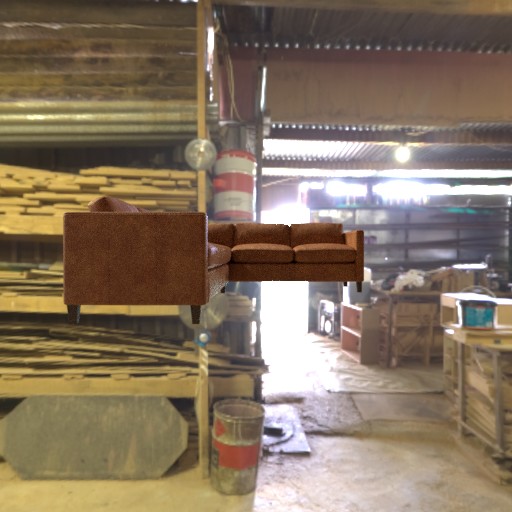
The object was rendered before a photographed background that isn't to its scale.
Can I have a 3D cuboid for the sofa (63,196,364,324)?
[{"bbox_3d":[0.000,0.000,4.337,2.438,0.838,3.167,0,0,0],"label":"sofa"}]
